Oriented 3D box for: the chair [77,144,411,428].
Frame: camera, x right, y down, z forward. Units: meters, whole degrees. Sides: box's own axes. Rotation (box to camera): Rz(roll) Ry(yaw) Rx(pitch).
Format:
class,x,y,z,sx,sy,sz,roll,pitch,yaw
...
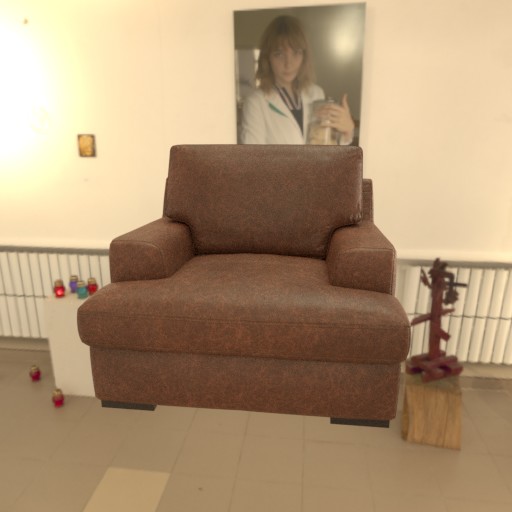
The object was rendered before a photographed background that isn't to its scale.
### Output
class,x,y,z,sx,sy,sz,roll,pitch,yaw
chair,0.000,0.000,1.976,1.168,0.939,1.143,2,16,6
